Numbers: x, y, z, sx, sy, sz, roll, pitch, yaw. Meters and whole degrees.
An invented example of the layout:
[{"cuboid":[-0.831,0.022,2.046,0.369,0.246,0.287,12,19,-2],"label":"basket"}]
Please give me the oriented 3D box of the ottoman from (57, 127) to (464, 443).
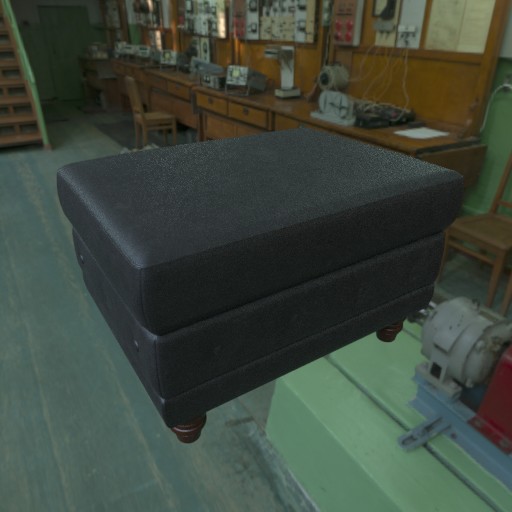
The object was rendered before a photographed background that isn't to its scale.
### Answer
[{"cuboid":[0.000,0.000,1.138,0.795,0.498,0.590,-17,33,-29],"label":"ottoman"}]
